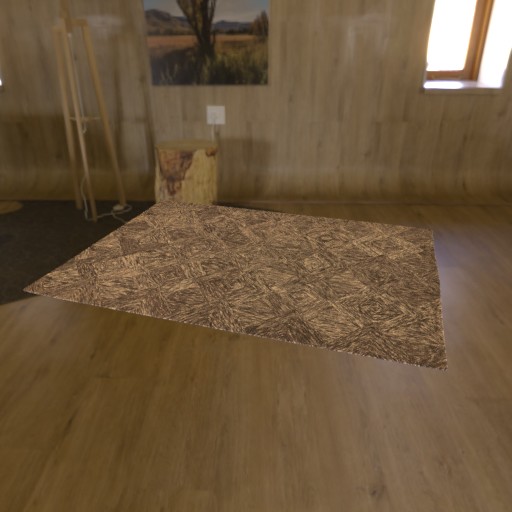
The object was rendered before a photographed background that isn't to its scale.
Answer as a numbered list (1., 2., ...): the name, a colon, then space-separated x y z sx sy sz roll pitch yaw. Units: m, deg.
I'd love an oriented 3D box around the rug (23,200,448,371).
1. rug: 0.000 0.000 5.255 4.093 0.020 2.997 8 27 16
